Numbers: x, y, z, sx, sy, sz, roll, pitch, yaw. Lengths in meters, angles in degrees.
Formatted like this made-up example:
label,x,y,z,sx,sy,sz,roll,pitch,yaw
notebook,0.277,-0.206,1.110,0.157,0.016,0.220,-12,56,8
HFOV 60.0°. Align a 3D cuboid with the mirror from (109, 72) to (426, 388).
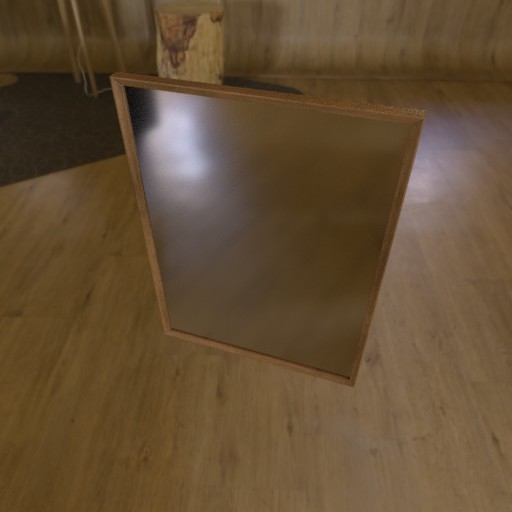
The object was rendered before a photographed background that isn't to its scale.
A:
label,x,y,z,sx,sy,sz,roll,pitch,yaw
mirror,0.000,0.000,1.367,0.762,1.016,0.041,13,43,14
